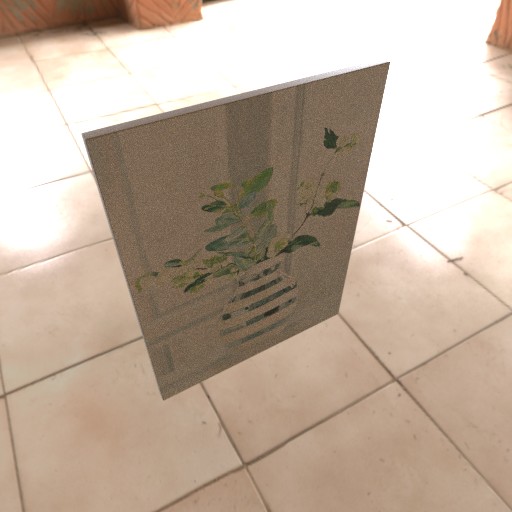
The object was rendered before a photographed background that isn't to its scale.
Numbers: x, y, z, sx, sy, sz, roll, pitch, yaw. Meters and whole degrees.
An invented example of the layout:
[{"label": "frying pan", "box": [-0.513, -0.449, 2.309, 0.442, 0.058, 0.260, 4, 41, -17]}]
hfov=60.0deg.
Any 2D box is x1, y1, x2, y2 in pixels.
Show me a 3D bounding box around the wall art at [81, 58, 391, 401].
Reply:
[{"label": "wall art", "box": [0.000, 0.000, 1.600, 0.914, 1.212, 0.038, -22, 48, -21]}]
